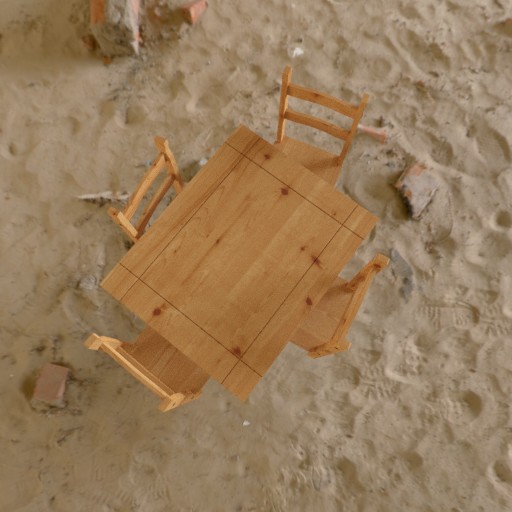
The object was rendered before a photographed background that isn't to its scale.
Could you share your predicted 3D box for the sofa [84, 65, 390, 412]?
[{"bbox_3d":[0.000,0.000,2.223,1.144,1.000,1.529,37,78,9],"label":"sofa"}]
